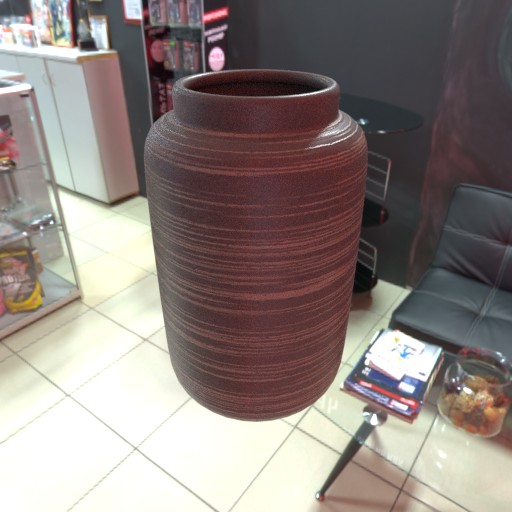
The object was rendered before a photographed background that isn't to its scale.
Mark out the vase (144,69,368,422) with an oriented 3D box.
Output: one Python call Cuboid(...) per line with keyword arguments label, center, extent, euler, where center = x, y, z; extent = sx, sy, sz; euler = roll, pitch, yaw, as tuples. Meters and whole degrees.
Cuboid(label="vase", center=(0.000, 0.000, 0.670), extent=(0.297, 0.499, 0.297), euler=(0, 31, 0))
